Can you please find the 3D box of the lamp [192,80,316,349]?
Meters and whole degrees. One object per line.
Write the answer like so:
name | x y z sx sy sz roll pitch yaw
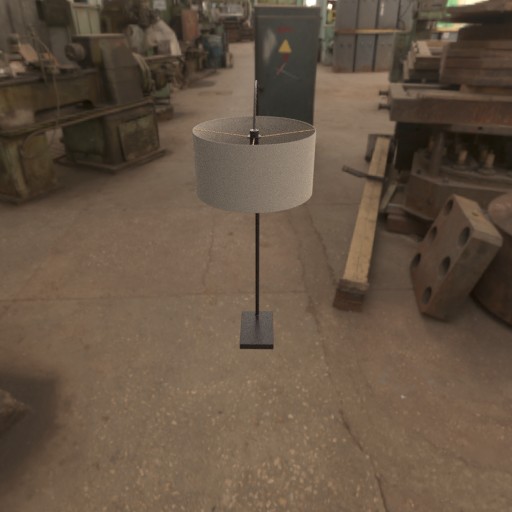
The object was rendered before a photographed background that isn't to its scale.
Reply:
lamp | 0.000 0.000 2.593 0.493 1.927 1.424 0 29 1
